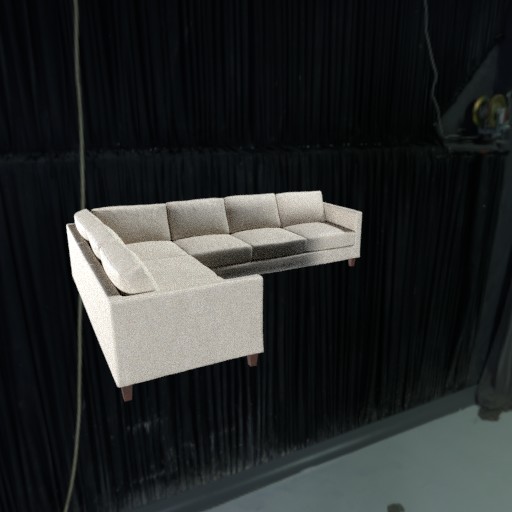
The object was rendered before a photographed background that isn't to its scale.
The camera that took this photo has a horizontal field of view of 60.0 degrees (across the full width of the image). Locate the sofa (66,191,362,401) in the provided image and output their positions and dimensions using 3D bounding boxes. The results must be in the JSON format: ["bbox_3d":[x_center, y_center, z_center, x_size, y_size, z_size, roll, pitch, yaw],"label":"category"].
[{"bbox_3d":[0.000,0.000,4.337,3.182,0.863,2.432,-9,18,-27],"label":"sofa"}]
